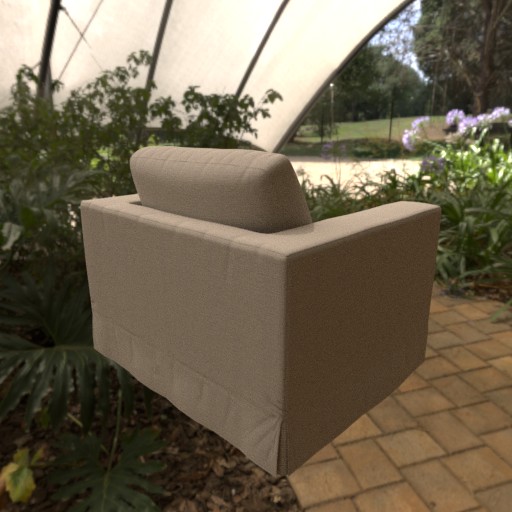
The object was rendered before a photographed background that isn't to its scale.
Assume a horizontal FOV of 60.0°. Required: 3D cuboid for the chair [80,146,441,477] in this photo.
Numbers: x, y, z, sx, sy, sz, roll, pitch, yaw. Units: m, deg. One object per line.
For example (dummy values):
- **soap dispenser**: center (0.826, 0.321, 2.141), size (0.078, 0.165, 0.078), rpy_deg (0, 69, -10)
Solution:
- **chair**: center (0.000, 0.000, 1.811), size (1.150, 0.878, 0.957), rpy_deg (15, 22, 42)
